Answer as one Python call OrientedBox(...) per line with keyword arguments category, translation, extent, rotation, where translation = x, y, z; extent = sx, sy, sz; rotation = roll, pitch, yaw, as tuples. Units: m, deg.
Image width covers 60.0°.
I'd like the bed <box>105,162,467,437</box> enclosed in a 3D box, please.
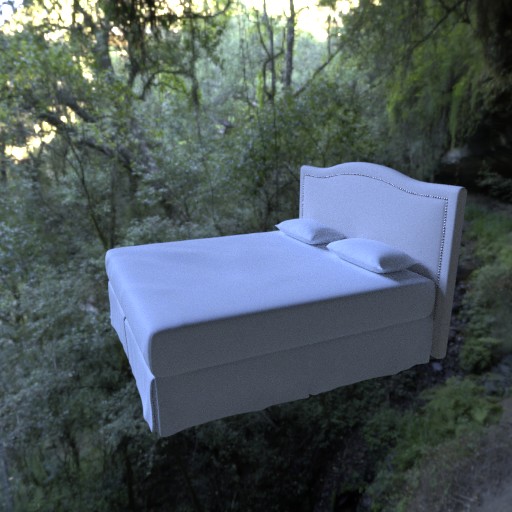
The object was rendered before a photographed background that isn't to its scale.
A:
OrientedBox(category="bed", translation=(0.000, 0.000, 3.585), extent=(2.182, 1.421, 2.083), rotation=(-7, 17, -24))
